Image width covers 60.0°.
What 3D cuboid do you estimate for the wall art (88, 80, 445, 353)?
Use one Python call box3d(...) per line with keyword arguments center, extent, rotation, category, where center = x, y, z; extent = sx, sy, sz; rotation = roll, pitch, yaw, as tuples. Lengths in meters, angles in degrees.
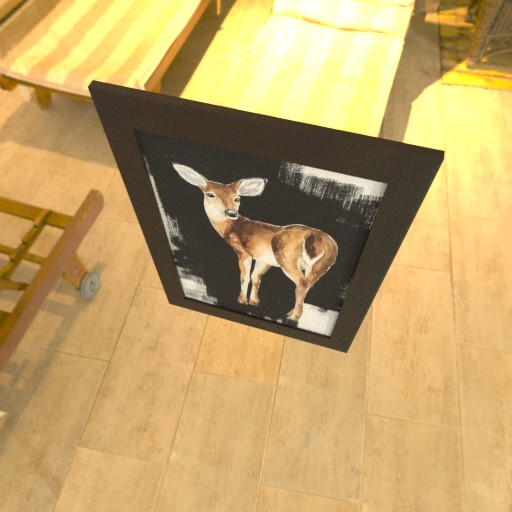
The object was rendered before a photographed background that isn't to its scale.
box3d(center=(0.000, 0.000, 0.646), extent=(0.359, 0.508, 0.013), rotation=(14, 59, 9), category="wall art")
